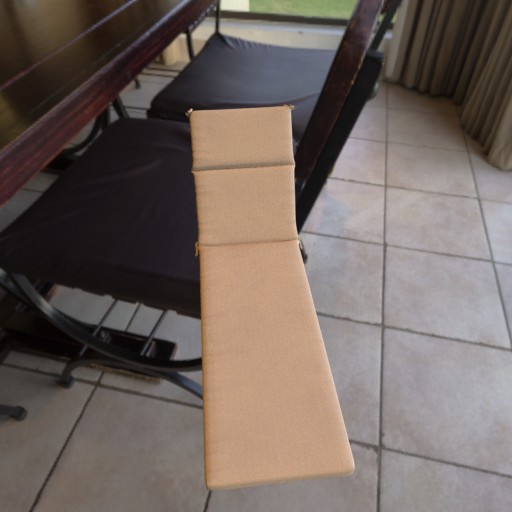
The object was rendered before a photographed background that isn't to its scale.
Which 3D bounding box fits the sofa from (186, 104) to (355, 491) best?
[{"bbox_3d":[0.000,0.000,1.913,0.582,0.622,1.663,-4,45,-4],"label":"sofa"}]
